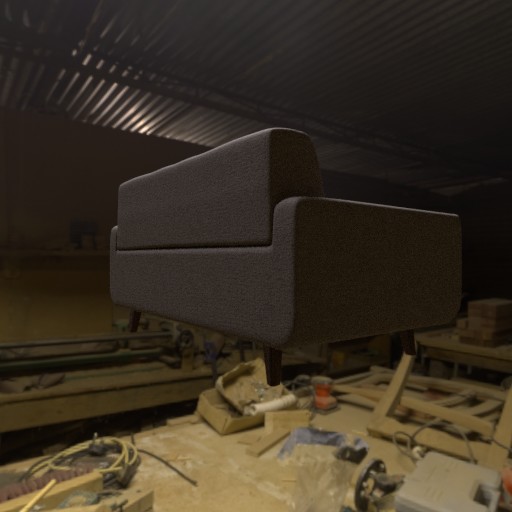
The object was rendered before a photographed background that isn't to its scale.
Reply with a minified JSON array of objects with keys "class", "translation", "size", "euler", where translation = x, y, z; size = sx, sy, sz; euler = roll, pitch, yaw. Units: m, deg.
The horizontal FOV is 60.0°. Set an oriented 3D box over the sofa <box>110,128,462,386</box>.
[{"class":"sofa","translation":[0.000,0.000,2.174],"size":[0.909,0.841,1.631],"euler":[0,0,-36]}]
